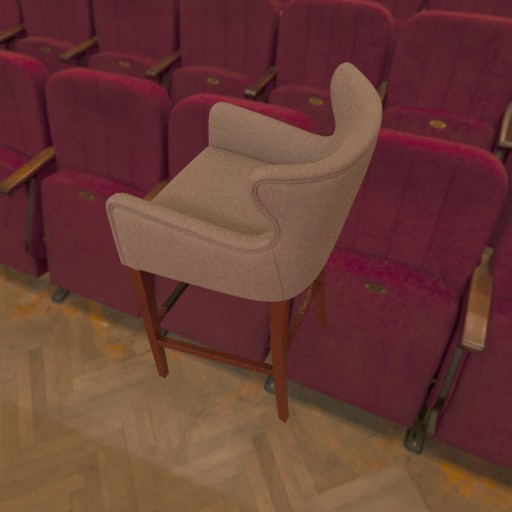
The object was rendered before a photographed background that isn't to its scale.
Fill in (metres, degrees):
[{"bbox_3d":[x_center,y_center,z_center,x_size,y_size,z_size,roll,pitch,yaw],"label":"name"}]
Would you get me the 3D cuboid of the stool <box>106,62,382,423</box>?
[{"bbox_3d":[0.000,0.000,1.387,0.575,1.047,0.575,18,48,17],"label":"stool"}]
